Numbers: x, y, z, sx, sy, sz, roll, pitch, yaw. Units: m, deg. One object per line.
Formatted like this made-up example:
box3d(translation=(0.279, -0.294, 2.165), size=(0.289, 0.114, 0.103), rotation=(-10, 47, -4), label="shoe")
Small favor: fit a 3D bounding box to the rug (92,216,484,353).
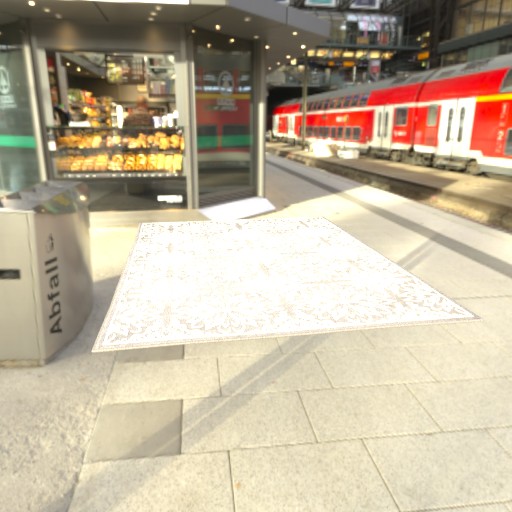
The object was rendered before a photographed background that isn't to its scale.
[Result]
box3d(translation=(0.000, 0.000, 2.808), size=(1.608, 0.014, 2.213), rotation=(-3, 17, -9), label="rug")
